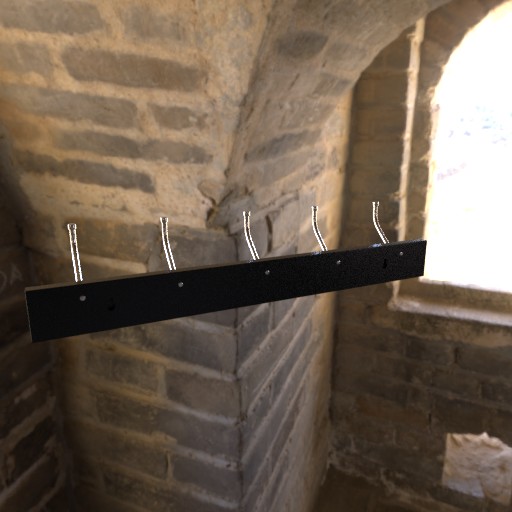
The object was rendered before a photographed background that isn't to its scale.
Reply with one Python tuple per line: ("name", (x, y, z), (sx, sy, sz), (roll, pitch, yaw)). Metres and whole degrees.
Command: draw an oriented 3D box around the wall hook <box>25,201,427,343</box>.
("wall hook", (0.000, 0.000, 0.616), (0.571, 0.117, 0.071), (-7, 16, -25))
